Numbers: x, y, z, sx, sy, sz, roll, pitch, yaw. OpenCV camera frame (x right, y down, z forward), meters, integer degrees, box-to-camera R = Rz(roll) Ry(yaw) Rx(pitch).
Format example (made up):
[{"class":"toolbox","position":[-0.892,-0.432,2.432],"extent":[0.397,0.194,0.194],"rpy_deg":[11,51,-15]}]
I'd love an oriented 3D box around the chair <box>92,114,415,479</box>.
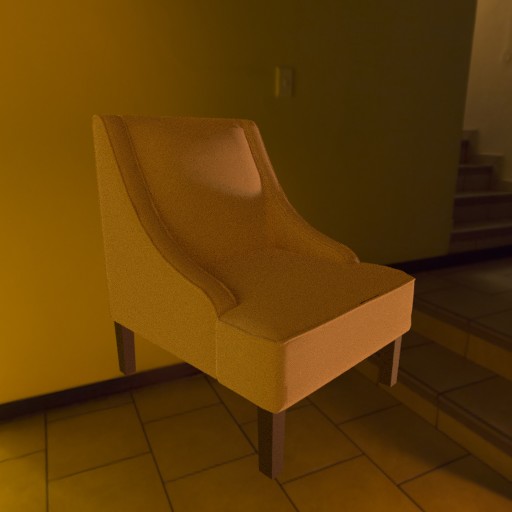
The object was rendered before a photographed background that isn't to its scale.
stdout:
[{"class":"chair","position":[0.000,0.000,1.448],"extent":[0.806,0.886,0.689],"rpy_deg":[14,21,43]}]
